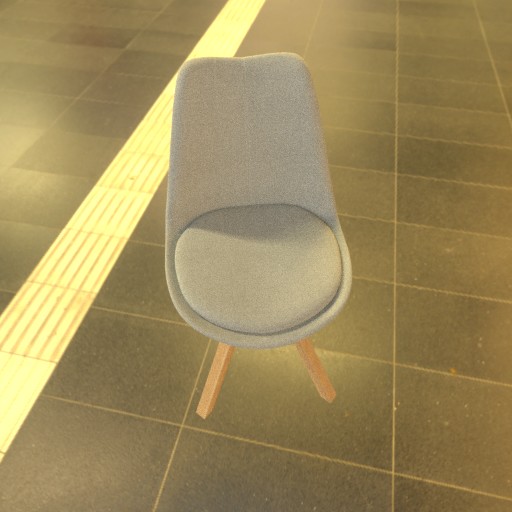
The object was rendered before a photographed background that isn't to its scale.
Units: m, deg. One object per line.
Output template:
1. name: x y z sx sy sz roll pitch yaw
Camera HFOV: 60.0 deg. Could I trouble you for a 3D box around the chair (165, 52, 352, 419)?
1. chair: 0.000 0.000 1.203 0.474 0.863 0.549 -5 48 -5
